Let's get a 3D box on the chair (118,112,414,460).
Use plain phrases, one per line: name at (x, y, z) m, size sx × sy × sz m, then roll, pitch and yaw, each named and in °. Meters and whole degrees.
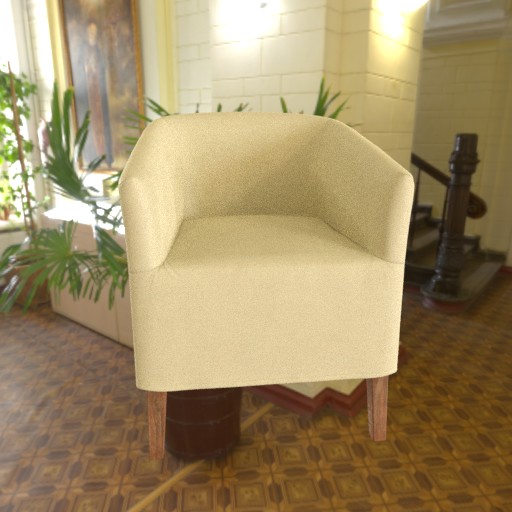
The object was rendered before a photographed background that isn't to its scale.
chair at (0.000, 0.000, 1.286) m, size 0.643 × 0.822 × 0.657 m, roll -2°, pitch 16°, yaw -7°
